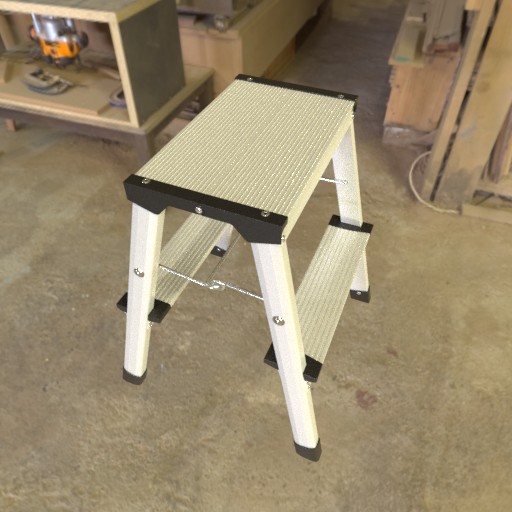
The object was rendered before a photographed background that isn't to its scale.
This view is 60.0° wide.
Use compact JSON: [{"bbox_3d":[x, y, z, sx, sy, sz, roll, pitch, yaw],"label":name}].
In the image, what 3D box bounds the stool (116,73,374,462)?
[{"bbox_3d":[0.000,0.000,0.776,0.405,0.480,0.404,17,48,16],"label":"stool"}]
